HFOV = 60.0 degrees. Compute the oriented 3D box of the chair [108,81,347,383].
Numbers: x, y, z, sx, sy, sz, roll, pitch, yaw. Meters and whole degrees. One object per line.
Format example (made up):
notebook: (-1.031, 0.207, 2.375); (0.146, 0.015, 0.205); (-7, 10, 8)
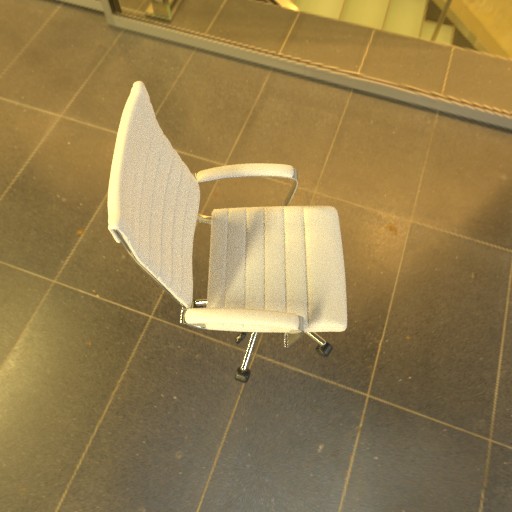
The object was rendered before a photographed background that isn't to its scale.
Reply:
chair: (0.000, 0.000, 1.544); (0.679, 1.149, 0.679); (0, 64, 0)
